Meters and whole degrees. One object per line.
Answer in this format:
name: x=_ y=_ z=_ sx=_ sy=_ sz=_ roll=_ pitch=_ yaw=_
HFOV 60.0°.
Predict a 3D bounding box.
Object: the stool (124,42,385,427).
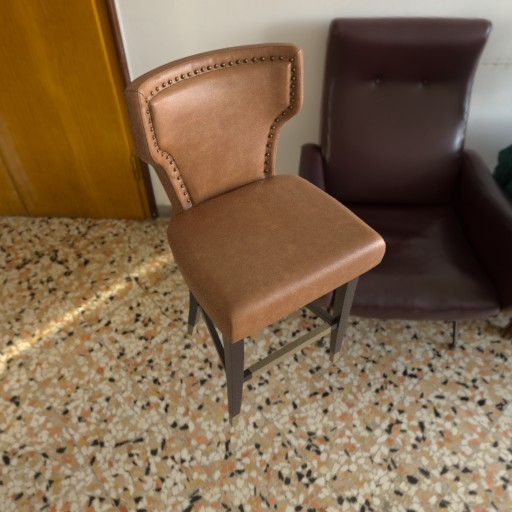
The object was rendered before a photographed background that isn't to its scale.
stool: x=0.000 y=0.000 z=1.395 sx=0.526 sy=1.092 sz=0.563 roll=-25 pitch=51 yaw=-23
